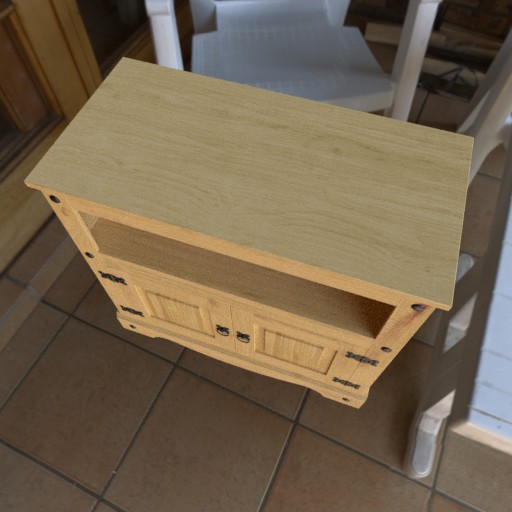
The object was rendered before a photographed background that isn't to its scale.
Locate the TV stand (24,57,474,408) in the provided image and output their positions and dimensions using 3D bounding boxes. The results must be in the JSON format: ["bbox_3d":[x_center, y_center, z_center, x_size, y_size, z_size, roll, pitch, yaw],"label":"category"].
[{"bbox_3d":[0.000,0.000,1.265,0.851,0.787,0.430,17,60,10],"label":"TV stand"}]
